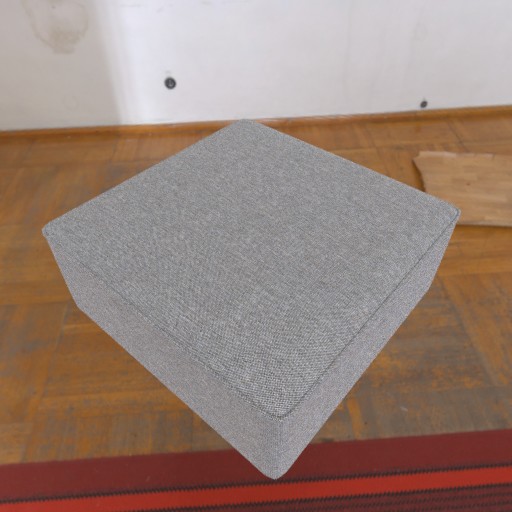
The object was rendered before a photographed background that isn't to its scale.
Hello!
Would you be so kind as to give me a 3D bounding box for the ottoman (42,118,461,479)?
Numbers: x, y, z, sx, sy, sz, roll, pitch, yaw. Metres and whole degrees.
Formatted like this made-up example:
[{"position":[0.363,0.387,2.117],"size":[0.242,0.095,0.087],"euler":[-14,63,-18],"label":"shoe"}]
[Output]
[{"position":[0.000,0.000,1.578],"size":[1.005,0.455,1.005],"euler":[31,52,28],"label":"ottoman"}]
